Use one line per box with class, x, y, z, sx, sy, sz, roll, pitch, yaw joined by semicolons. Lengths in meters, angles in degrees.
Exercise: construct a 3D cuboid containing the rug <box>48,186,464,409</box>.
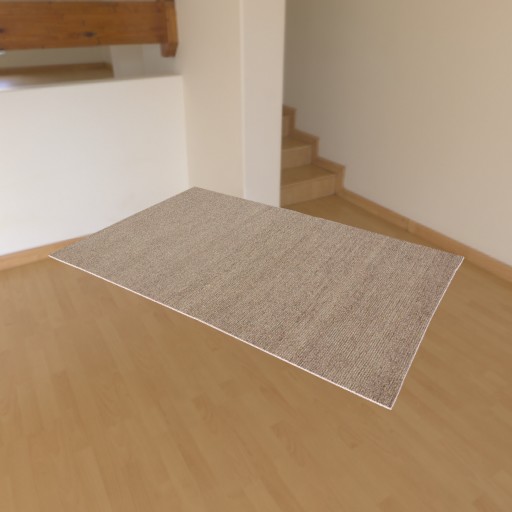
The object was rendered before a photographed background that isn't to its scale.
rug;0.000;0.000;2.253;1.792;0.021;1.154;18;35;29
